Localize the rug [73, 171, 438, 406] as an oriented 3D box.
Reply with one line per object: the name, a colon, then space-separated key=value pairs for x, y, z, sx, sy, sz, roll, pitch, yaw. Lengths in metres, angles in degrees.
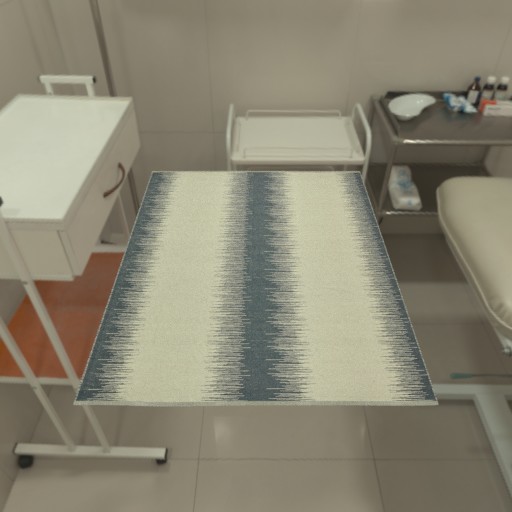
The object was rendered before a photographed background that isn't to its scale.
rug: x=0.000 y=0.000 z=4.098 sx=2.453 sy=0.004 sz=3.037 roll=0 pitch=41 yaw=0
